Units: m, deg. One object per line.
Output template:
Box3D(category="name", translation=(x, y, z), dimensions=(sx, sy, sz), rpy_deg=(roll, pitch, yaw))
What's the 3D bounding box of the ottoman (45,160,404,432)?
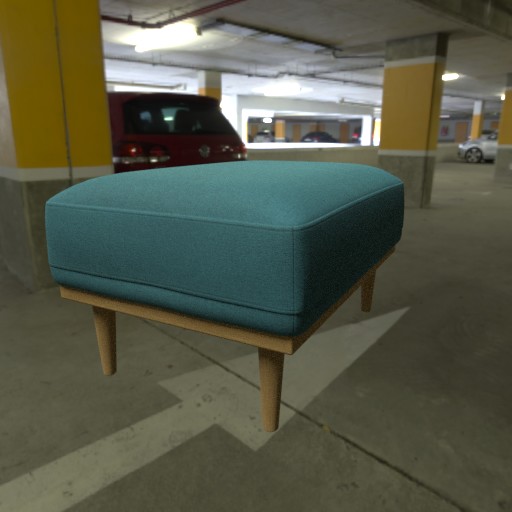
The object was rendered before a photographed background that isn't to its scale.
Box3D(category="ottoman", translation=(0.000, 0.000, 1.059), dimensions=(0.549, 0.428, 0.749), rpy_deg=(8, 17, 28))
